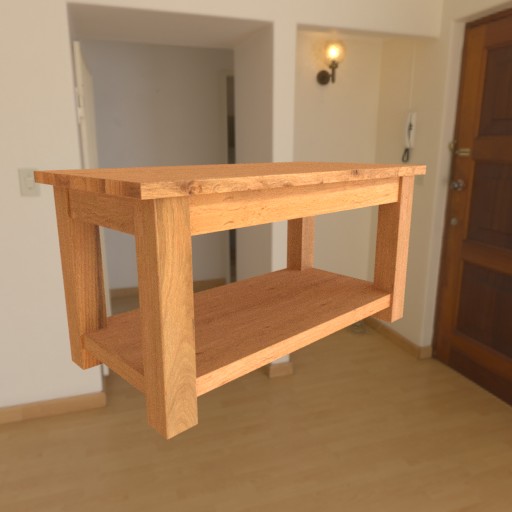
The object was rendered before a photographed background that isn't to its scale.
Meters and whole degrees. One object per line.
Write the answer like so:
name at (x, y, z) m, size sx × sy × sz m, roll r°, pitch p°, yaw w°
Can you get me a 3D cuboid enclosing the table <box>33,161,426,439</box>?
table at (0.000, 0.000, 1.155) m, size 0.899 × 0.452 × 0.450 m, roll -13°, pitch 19°, yaw -42°
